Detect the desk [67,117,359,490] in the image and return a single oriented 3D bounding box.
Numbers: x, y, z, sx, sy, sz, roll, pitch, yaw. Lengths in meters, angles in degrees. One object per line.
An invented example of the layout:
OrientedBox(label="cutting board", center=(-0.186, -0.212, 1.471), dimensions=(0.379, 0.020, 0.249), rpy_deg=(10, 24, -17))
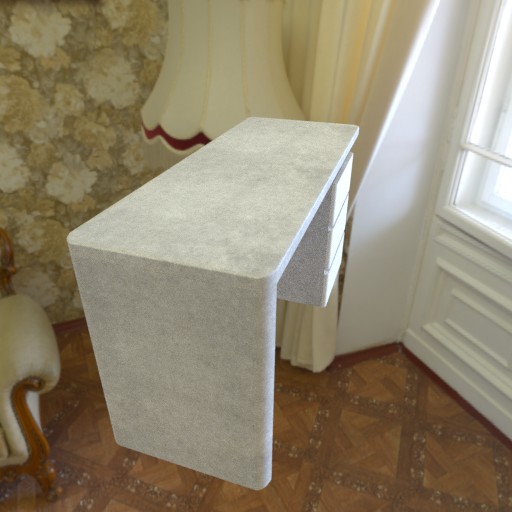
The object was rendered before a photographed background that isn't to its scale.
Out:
OrientedBox(label="desk", center=(0.000, 0.000, 1.770), dimensions=(0.550, 0.755, 1.400), rpy_deg=(10, 32, 16))
